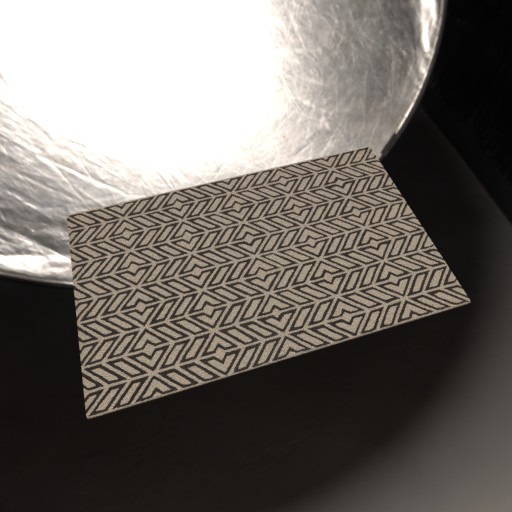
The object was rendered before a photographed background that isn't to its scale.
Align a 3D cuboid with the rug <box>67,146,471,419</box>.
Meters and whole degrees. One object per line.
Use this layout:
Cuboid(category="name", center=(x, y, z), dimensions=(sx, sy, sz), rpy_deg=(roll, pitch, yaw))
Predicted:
Cuboid(category="rug", center=(0.000, 0.000, 3.055), dimensions=(2.438, 0.008, 1.523), rpy_deg=(-15, 58, -10))
